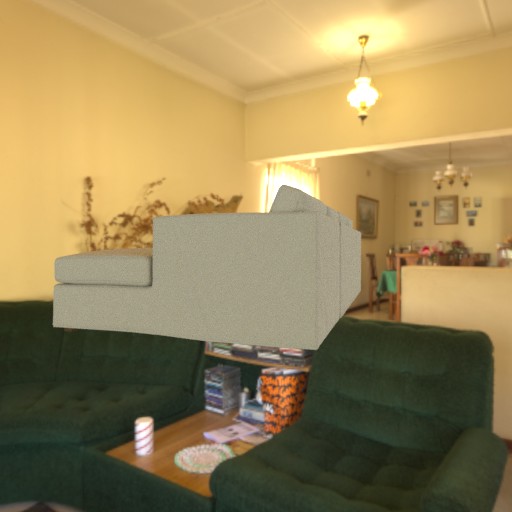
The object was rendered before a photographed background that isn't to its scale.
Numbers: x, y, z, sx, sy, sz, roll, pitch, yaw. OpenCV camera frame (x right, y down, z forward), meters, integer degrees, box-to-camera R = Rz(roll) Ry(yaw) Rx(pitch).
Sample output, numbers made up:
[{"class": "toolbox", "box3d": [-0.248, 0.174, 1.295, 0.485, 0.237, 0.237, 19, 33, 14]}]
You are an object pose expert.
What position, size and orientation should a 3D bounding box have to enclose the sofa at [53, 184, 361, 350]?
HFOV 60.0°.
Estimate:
[{"class": "sofa", "box3d": [0.000, 0.000, 3.939, 1.622, 0.867, 3.177, 0, 1, 17]}]
